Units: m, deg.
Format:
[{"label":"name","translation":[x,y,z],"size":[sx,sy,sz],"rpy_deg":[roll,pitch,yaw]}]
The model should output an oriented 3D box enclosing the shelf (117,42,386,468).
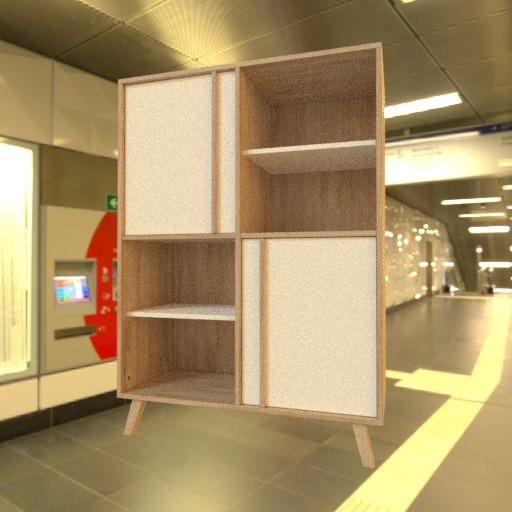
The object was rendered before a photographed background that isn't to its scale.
[{"label":"shelf","translation":[0.000,0.000,1.800],"size":[1.000,1.390,0.450],"rpy_deg":[0,-1,17]}]
